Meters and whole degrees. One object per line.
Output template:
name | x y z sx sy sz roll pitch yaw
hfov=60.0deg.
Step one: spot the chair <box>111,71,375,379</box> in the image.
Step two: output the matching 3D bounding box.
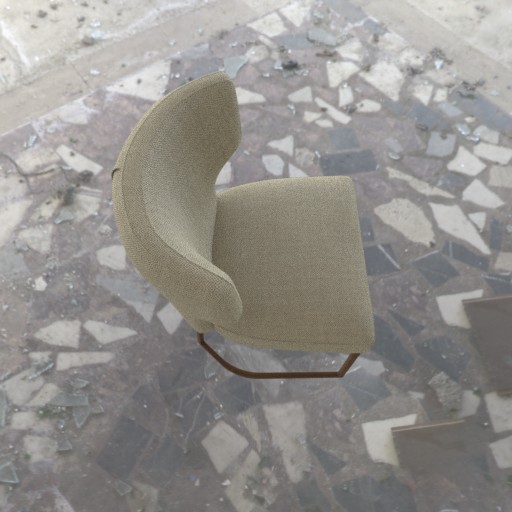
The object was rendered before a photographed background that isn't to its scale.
chair | 0.000 0.000 1.279 0.617 0.824 0.611 -1 62 0
